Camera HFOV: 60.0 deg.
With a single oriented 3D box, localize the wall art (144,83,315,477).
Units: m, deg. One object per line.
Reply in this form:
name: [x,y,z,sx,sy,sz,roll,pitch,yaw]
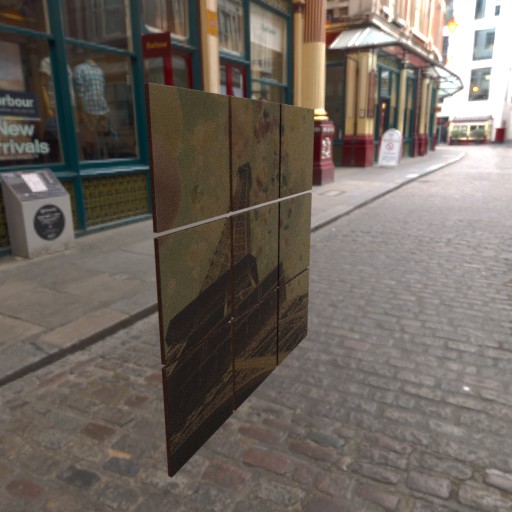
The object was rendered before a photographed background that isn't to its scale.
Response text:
wall art: [0.000,0.000,1.872,0.017,1.246,1.256,8,17,26]
